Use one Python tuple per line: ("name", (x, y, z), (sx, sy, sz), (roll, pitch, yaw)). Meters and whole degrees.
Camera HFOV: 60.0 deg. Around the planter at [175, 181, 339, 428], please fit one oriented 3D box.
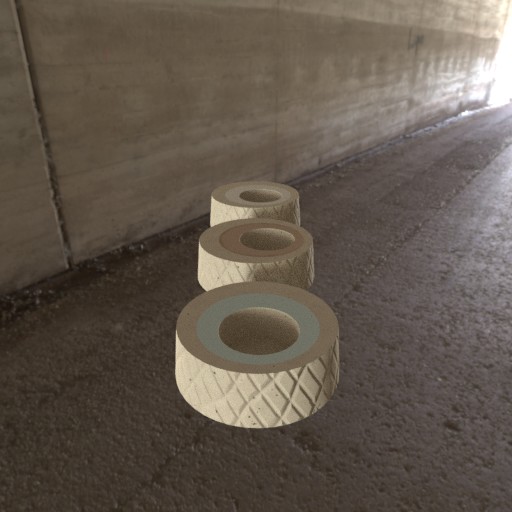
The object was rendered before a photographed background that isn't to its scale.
("planter", (0.000, 0.000, 0.428), (0.114, 0.038, 0.390), (0, 26, 0))
